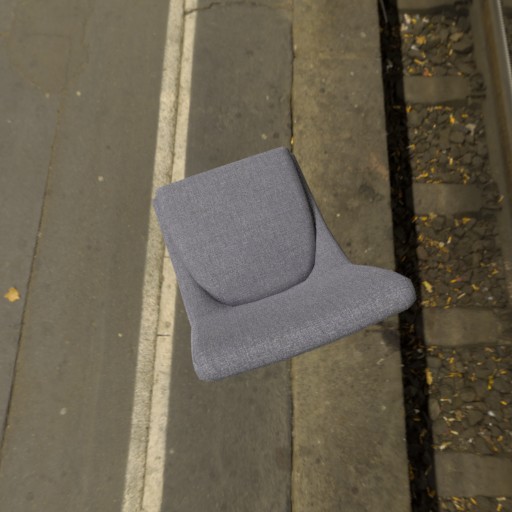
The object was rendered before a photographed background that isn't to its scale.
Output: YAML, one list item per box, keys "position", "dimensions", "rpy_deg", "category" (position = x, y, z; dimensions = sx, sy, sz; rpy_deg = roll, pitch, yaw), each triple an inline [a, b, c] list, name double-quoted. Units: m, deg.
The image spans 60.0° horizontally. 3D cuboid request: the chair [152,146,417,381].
- position: [0.000, 0.000, 1.354]
  dimensions: [0.508, 0.952, 0.655]
  rpy_deg: [-20, 75, -5]
  category: "chair"
